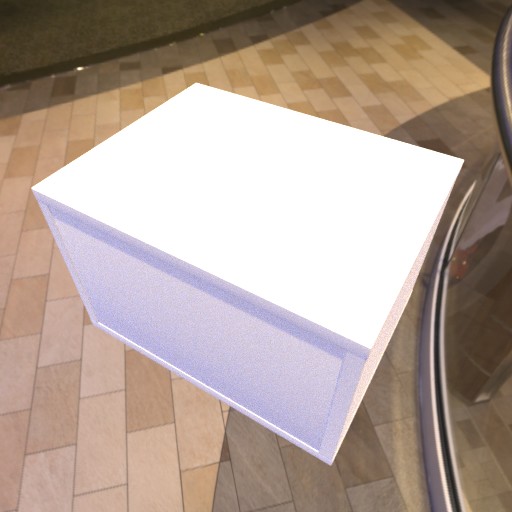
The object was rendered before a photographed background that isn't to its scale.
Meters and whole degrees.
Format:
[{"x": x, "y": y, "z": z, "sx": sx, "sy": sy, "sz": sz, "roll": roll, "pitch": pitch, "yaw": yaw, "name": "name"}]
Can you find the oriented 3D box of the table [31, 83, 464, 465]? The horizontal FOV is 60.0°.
[{"x": 0.000, "y": 0.000, "z": 0.792, "sx": 0.517, "sy": 0.357, "sz": 0.399, "roll": 24, "pitch": 50, "yaw": 21, "name": "table"}]
